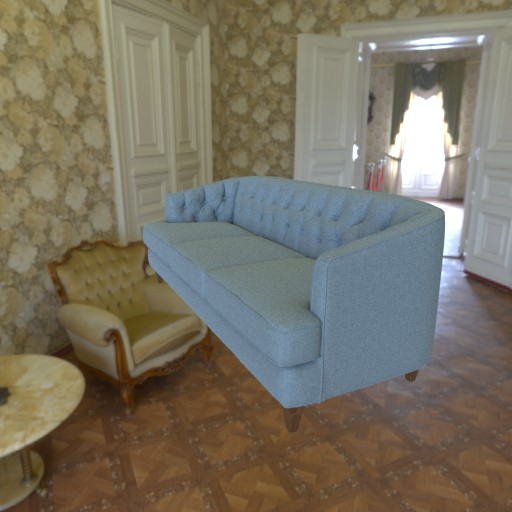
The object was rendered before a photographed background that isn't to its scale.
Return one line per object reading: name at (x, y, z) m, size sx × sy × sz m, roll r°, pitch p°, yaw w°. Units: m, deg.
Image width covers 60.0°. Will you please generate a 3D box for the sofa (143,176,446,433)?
sofa at (0.000, 0.000, 2.717) m, size 0.941 × 0.855 × 2.278 m, roll -7°, pitch 16°, yaw -25°
